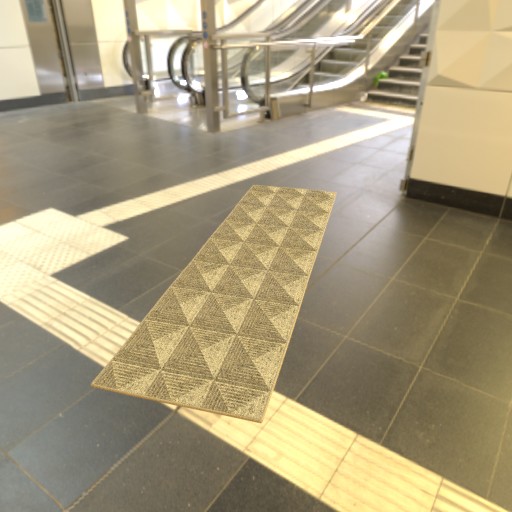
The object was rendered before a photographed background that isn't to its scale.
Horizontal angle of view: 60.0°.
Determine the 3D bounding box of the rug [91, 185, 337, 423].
[{"bbox_3d":[0.000,0.000,2.439,0.645,0.015,2.182,8,30,13],"label":"rug"}]
